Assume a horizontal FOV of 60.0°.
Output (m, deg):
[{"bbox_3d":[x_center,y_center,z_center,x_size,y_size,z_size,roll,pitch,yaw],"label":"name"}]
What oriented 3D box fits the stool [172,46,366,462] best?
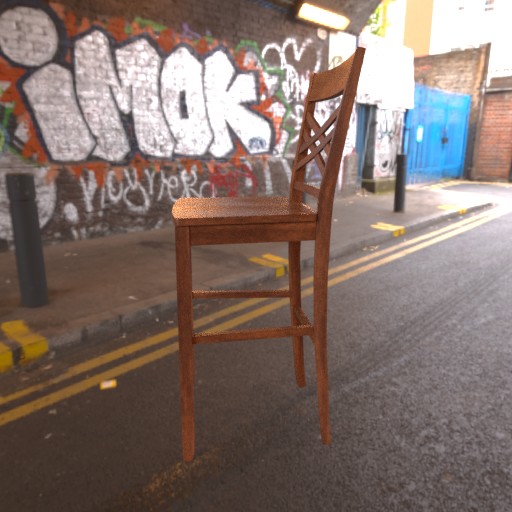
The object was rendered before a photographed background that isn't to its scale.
[{"bbox_3d":[0.000,0.000,1.349,0.487,1.105,0.433,-2,14,-7],"label":"stool"}]
